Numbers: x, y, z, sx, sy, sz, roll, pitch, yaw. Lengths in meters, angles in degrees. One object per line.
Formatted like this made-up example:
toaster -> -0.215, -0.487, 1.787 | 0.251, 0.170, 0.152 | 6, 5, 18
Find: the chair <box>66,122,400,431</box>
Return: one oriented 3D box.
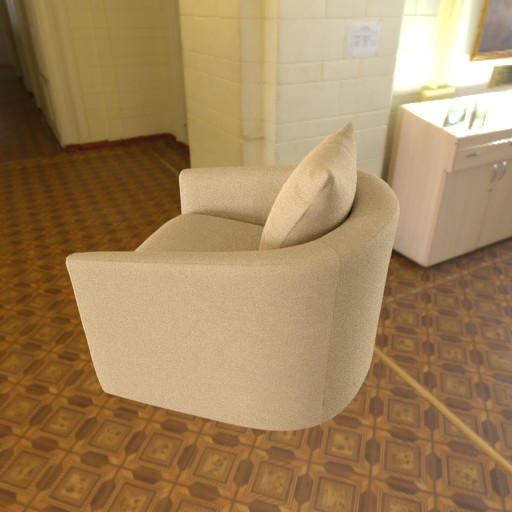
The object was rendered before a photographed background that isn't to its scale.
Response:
chair -> 0.000, 0.000, 1.569 | 0.910, 0.848, 0.845 | 8, 31, 14
